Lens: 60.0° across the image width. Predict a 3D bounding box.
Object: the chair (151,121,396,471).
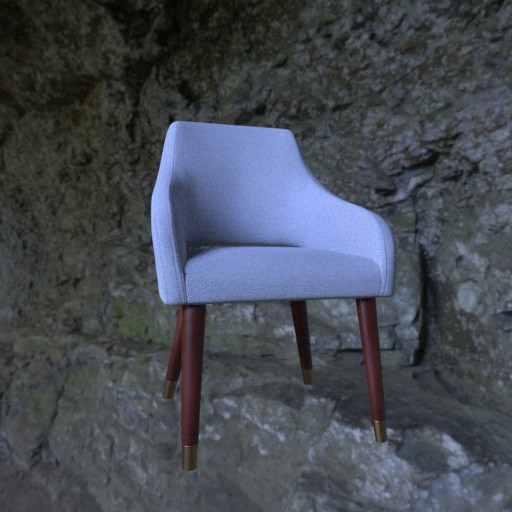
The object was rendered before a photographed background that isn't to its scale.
[{"bbox_3d":[0.000,0.000,1.278,0.609,0.889,0.600,-1,2,-17],"label":"chair"}]
